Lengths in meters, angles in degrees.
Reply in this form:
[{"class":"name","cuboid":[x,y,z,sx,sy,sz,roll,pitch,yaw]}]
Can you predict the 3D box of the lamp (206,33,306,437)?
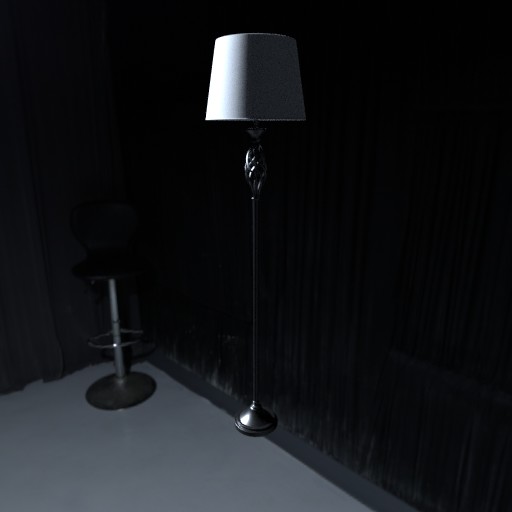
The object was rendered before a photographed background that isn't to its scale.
[{"class":"lamp","cuboid":[0.000,0.000,1.837,0.379,1.623,0.379,0,17,0]}]
